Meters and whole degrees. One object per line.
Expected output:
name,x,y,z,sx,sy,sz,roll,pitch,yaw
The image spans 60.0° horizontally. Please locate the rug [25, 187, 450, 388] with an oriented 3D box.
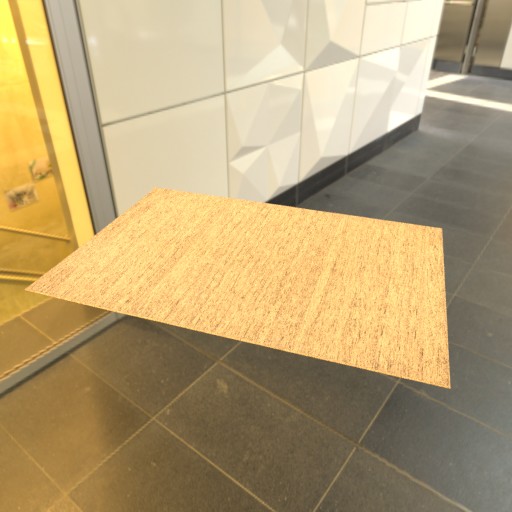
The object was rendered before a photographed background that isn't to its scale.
rug,0.000,0.000,2.292,1.840,0.013,1.225,10,34,15
